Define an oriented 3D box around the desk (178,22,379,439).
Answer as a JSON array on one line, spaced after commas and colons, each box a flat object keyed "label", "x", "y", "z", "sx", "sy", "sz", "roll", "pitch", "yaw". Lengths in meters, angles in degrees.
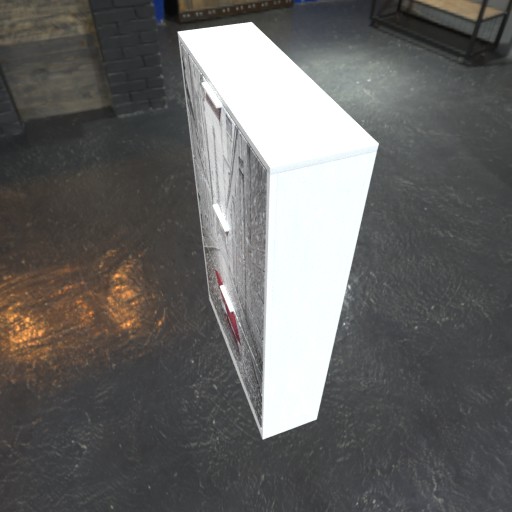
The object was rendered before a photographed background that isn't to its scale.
[{"label": "desk", "x": 0.000, "y": 0.000, "z": 1.566, "sx": 0.250, "sy": 1.280, "sz": 0.750, "roll": -15, "pitch": 48, "yaw": -14}]
